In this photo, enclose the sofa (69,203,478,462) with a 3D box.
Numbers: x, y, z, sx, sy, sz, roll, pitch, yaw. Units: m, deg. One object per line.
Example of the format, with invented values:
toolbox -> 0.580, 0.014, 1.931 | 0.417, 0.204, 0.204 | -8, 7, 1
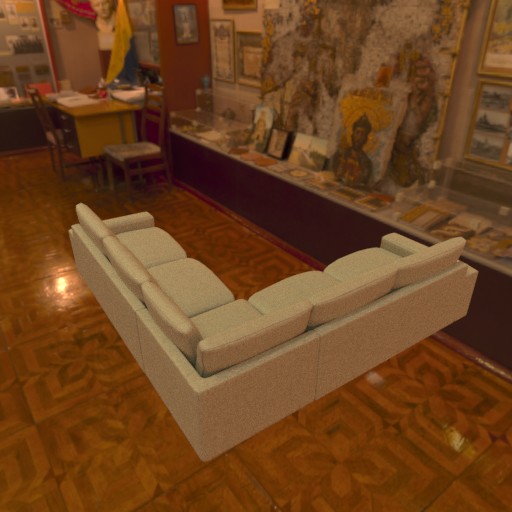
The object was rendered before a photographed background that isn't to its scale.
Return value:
sofa -> 0.000, 0.000, 4.063 | 2.622, 0.800, 2.742 | -18, 34, -30
